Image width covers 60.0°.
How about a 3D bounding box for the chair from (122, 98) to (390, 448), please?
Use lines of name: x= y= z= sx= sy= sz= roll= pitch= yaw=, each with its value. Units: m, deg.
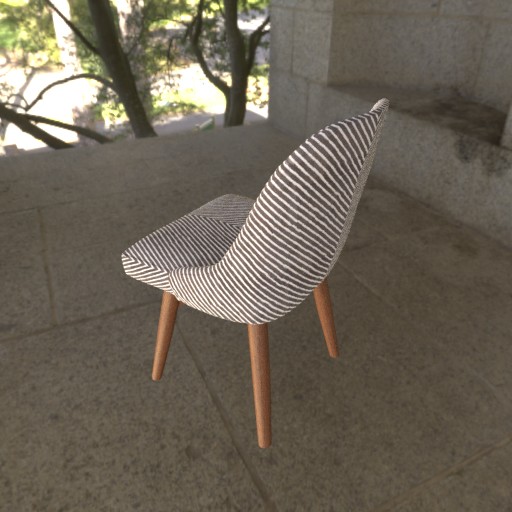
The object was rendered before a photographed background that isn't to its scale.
chair: x=0.000 y=0.000 z=1.238 sx=0.591 sy=0.883 sz=0.504 roll=21 pitch=38 yaw=29
